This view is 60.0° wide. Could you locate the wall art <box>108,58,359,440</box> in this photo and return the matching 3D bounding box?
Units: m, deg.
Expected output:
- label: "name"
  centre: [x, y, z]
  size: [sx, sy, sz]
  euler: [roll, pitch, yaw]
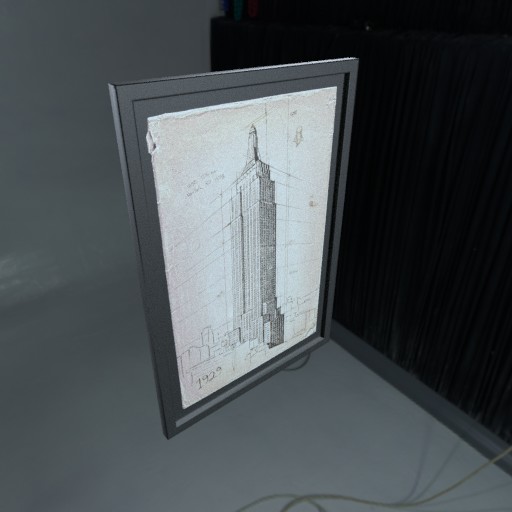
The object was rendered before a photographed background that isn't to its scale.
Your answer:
- label: "wall art"
  centre: [0.000, 0.000, 0.550]
  size: [0.303, 0.431, 0.013]
  euler: [-22, 36, -33]
